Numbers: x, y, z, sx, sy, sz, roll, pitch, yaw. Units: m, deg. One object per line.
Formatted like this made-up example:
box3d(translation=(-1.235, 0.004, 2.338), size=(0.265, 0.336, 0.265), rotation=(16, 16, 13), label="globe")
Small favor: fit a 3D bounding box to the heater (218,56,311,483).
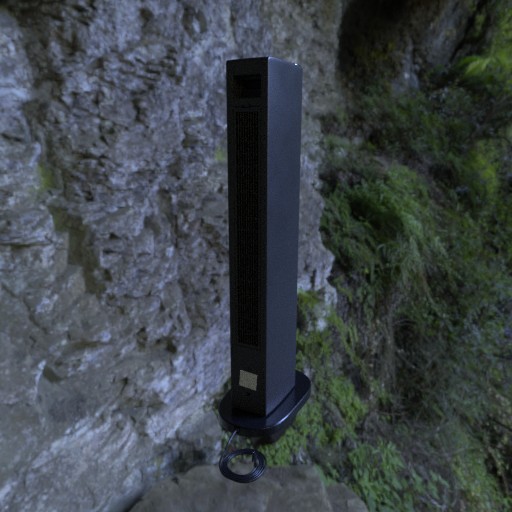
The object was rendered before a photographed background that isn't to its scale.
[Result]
box3d(translation=(0.000, 0.000, 1.031), size=(0.214, 0.856, 0.458), rotation=(7, 16, 25), label="heater")
